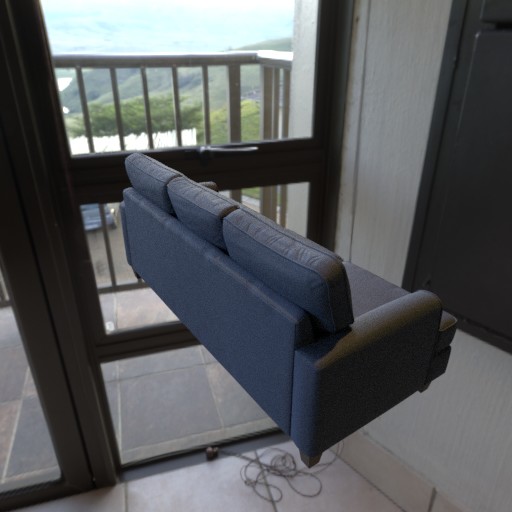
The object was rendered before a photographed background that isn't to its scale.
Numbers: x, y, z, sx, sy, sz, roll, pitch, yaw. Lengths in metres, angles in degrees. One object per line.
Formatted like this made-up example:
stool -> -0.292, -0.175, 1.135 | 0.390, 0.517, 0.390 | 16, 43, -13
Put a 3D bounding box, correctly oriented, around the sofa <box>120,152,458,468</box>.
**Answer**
sofa -> 0.000, 0.000, 2.667 | 0.951, 0.965, 2.158 | -17, 32, -30
